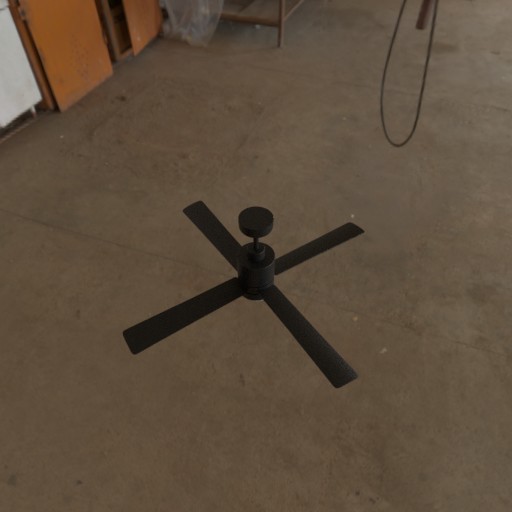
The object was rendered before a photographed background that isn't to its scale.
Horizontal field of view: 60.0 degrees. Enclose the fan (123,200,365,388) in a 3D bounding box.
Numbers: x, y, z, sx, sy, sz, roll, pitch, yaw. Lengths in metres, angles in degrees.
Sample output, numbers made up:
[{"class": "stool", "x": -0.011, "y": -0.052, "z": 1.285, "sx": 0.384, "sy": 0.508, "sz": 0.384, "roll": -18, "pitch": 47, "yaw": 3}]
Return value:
[{"class": "fan", "x": 0.000, "y": 0.000, "z": 2.336, "sx": 1.525, "sy": 0.534, "sz": 1.525, "roll": -25, "pitch": 51, "yaw": -22}]
